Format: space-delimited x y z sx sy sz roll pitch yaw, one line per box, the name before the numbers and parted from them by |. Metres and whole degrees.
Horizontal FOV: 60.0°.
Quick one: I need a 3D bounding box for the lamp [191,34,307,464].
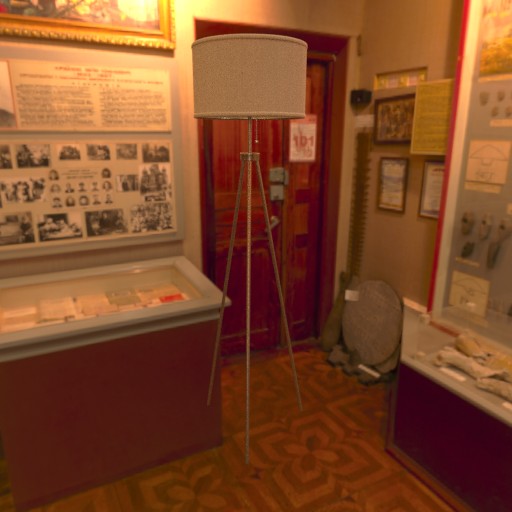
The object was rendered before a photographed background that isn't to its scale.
lamp | 0.000 0.000 1.782 0.460 1.545 0.449 -7 17 -25
